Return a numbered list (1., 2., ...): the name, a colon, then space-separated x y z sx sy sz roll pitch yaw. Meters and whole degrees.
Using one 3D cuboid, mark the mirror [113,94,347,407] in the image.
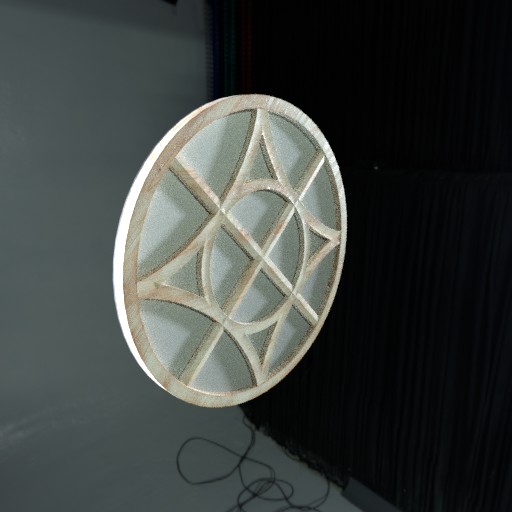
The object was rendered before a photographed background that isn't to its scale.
1. mirror: 0.000 0.000 1.038 0.038 0.710 0.710 13 20 42
